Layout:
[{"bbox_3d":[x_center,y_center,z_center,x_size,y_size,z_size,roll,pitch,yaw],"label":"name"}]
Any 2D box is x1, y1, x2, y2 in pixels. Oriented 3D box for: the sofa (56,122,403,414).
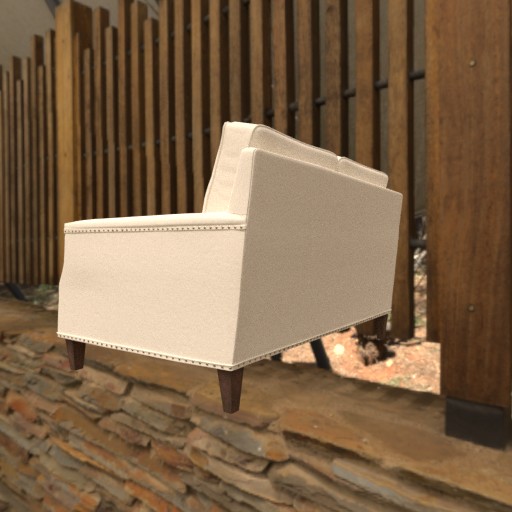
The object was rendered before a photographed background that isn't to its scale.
[{"bbox_3d":[0.000,0.000,2.297,1.084,1.003,1.597,1,1,35],"label":"sofa"}]
